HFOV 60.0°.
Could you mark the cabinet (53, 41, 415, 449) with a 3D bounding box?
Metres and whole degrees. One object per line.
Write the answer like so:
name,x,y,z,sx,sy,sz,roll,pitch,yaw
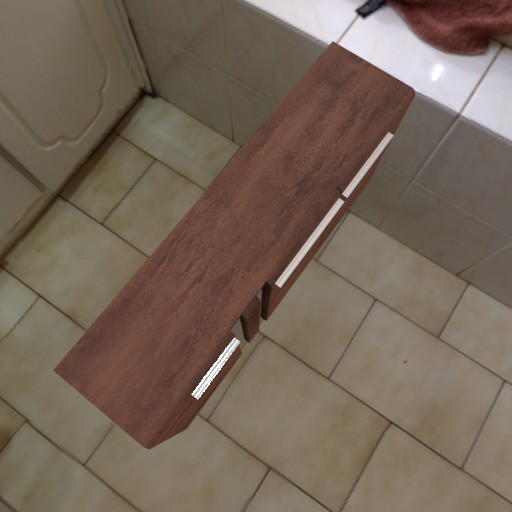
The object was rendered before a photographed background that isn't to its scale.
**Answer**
cabinet,0.000,0.000,1.990,0.420,0.900,1.600,35,76,10
